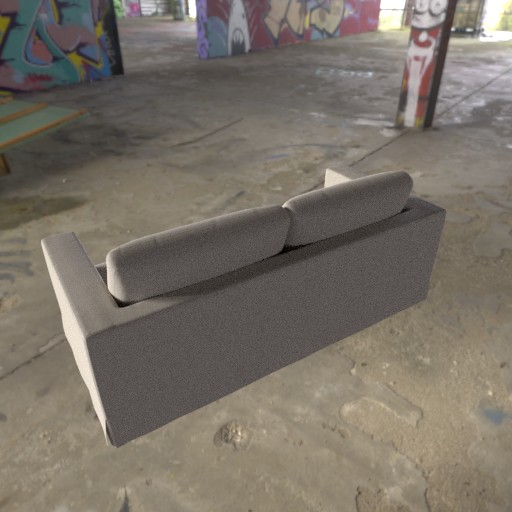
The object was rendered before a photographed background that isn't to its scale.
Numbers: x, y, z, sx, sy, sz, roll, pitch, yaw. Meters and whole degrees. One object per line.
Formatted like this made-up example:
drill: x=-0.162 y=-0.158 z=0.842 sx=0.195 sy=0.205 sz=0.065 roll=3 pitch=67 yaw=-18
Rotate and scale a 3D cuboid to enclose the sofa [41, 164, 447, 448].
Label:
sofa: x=0.000 y=0.000 z=2.616 sx=2.163 sy=0.881 sz=0.954 roll=-18 pitch=36 yaw=-27
